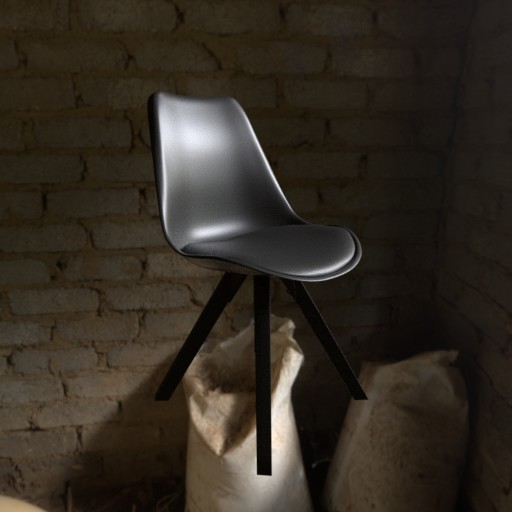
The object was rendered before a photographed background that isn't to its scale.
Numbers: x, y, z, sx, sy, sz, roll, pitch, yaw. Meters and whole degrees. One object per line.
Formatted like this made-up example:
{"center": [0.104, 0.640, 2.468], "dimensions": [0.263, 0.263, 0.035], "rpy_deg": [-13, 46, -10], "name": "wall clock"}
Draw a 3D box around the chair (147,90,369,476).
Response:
{"center": [0.000, 0.000, 1.189], "dimensions": [0.530, 0.850, 0.485], "rpy_deg": [15, 21, 42], "name": "chair"}
